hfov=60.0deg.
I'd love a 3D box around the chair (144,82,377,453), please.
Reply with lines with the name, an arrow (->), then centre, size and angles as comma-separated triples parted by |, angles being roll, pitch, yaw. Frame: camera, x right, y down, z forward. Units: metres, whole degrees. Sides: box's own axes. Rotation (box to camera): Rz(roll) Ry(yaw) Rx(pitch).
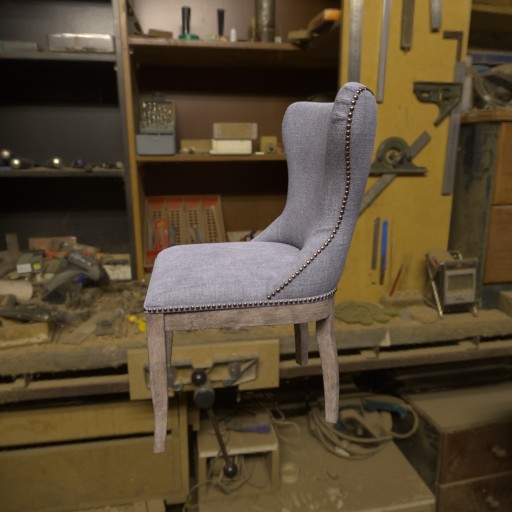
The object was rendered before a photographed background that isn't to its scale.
chair -> 0.000, 0.000, 1.444 | 0.681, 1.002, 0.654 | -2, 14, -9
